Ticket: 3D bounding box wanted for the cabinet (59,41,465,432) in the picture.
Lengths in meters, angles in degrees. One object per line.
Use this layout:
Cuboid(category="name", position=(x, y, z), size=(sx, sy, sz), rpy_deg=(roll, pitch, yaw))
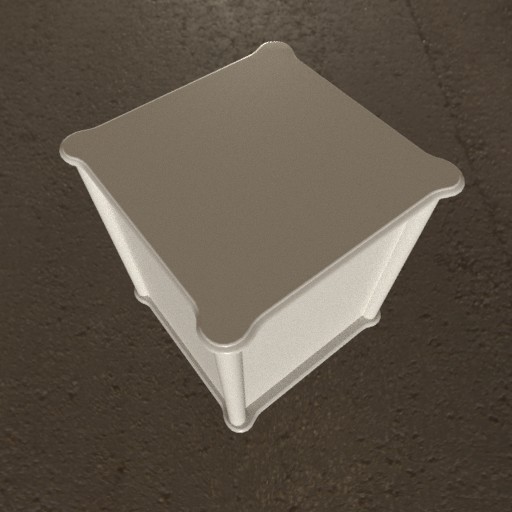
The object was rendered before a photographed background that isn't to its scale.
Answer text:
Cuboid(category="cabinet", position=(0.000, 0.000, 1.235), size=(0.627, 0.761, 0.628), rpy_deg=(-33, 64, -19))
